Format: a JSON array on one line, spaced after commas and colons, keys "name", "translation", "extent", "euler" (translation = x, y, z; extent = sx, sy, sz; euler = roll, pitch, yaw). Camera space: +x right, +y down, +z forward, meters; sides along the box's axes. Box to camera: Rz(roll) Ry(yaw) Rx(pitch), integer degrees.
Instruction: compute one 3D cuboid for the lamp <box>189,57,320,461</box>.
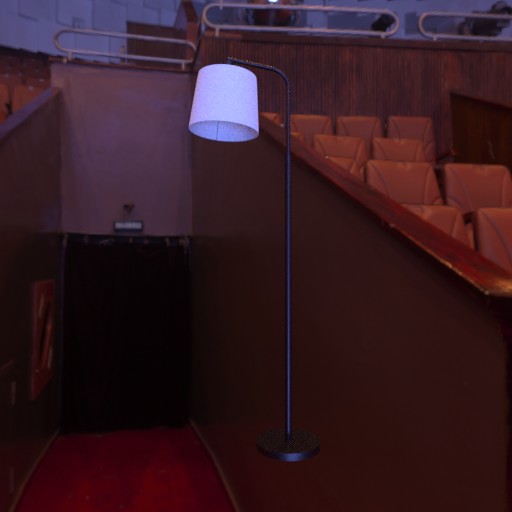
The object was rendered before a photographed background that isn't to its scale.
[{"name": "lamp", "translation": [0.000, 0.000, 1.679], "extent": [0.508, 1.478, 0.254], "euler": [0, 0, -17]}]
